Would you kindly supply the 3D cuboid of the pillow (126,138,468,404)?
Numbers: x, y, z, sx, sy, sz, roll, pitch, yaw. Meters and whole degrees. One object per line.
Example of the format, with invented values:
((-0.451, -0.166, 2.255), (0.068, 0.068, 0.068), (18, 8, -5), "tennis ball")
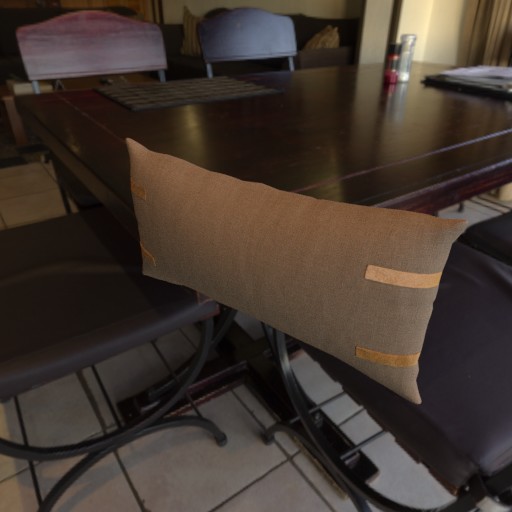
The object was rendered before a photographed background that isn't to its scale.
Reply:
((0.000, 0.000, 0.742), (0.612, 0.308, 0.148), (21, 37, 30), "pillow")
